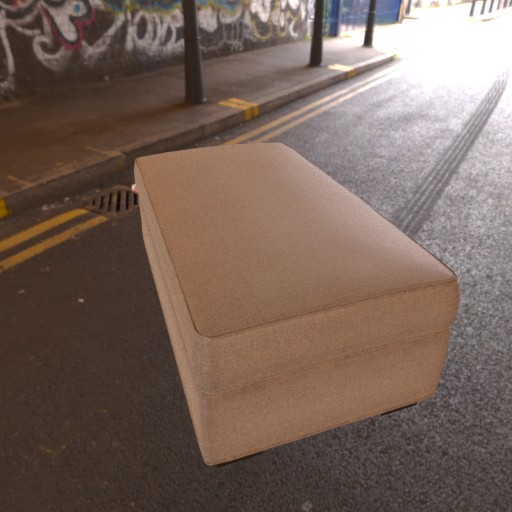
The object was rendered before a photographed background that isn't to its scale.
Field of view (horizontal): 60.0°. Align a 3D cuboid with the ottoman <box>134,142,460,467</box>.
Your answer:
[{"bbox_3d":[0.000,0.000,1.407,0.617,0.448,1.097,-10,33,-16],"label":"ottoman"}]
